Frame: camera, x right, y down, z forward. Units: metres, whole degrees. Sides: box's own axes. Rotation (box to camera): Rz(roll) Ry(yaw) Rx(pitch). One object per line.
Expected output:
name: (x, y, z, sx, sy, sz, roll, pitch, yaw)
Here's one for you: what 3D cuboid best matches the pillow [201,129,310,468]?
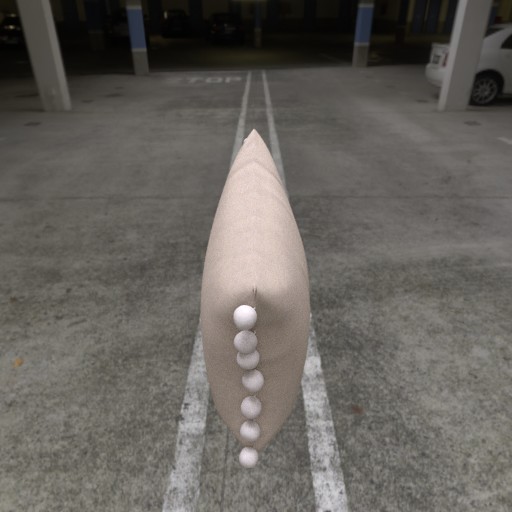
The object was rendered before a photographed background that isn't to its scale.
pillow: (0.000, 0.000, 0.865, 0.201, 0.322, 0.709, 0, 31, 0)
